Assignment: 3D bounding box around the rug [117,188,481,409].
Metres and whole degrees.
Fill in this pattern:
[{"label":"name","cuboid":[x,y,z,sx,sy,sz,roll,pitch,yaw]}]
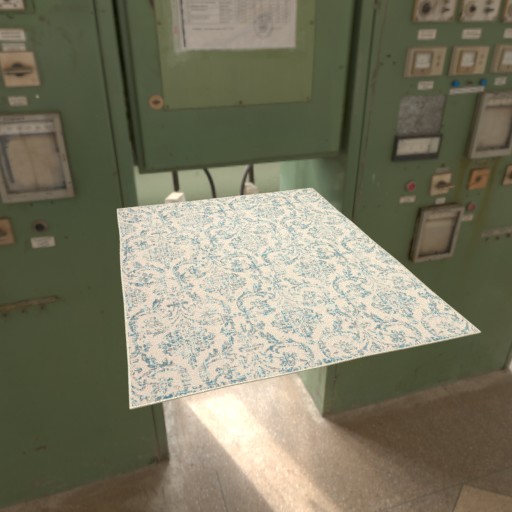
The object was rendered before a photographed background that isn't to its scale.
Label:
[{"label":"rug","cuboid":[0.000,0.000,4.015,2.363,0.012,2.980,-8,30,-15]}]
